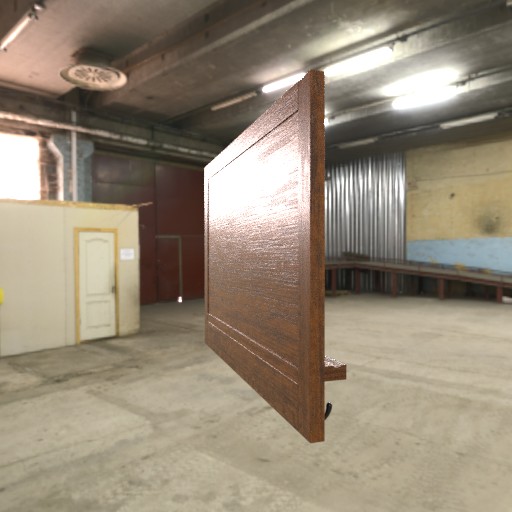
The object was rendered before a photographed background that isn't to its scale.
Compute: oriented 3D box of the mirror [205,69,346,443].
[{"bbox_3d":[0.000,0.000,1.007,0.084,0.537,0.758,0,0,-18],"label":"mirror"}]
